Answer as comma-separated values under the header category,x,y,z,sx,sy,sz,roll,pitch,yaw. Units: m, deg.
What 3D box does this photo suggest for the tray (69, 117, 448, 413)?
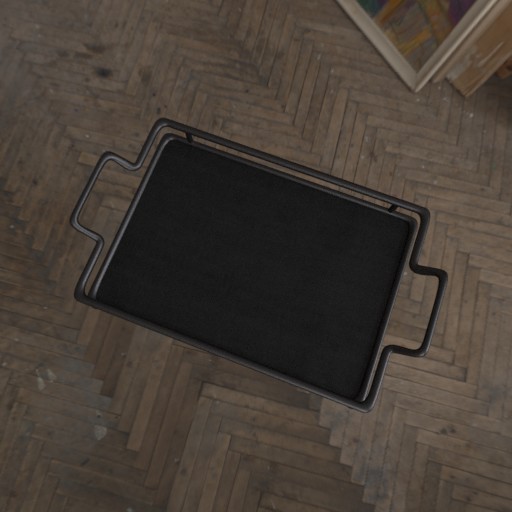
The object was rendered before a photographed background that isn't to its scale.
category,x,y,z,sx,sy,sz,roll,pitch,yaw
tray,0.000,0.000,0.625,0.495,0.101,0.297,20,77,5
